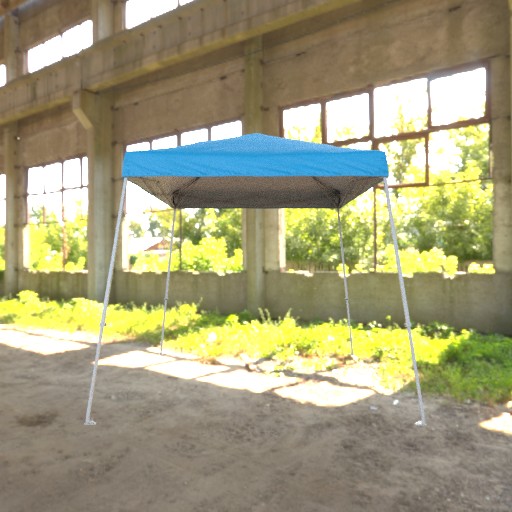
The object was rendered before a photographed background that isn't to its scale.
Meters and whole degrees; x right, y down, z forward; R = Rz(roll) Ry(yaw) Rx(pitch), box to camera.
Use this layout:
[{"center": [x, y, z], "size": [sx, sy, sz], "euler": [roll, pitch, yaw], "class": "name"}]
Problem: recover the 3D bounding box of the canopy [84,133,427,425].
[{"center": [0.000, 0.000, 6.479], "size": [3.599, 3.600, 3.600], "euler": [0, -1, 0], "class": "canopy"}]
